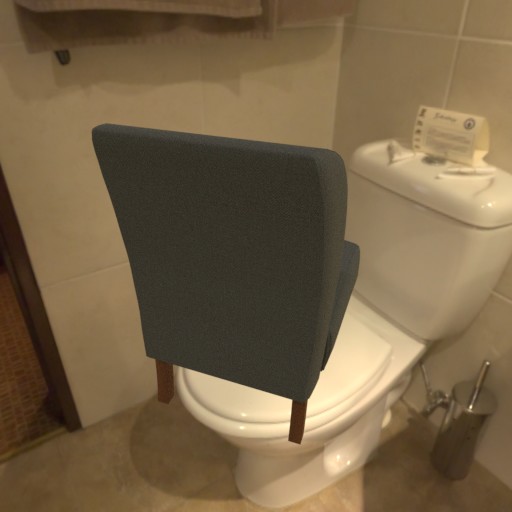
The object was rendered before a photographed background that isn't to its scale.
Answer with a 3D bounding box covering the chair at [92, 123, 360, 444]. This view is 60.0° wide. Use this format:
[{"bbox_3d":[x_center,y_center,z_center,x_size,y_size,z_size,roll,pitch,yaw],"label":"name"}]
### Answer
[{"bbox_3d":[0.000,0.000,1.196,0.513,0.804,0.592,11,33,16],"label":"chair"}]
